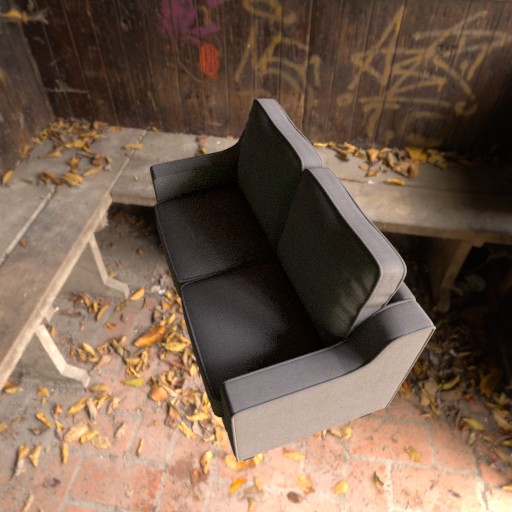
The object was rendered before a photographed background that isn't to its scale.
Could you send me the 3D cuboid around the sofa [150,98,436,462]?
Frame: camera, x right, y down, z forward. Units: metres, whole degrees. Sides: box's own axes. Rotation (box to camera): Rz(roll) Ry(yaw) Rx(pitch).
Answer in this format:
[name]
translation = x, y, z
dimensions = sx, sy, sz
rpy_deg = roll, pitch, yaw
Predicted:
[sofa]
translation = 0.000, 0.000, 2.096
dimensions = 0.791, 0.948, 1.500
rpy_deg = -15, 48, -13
